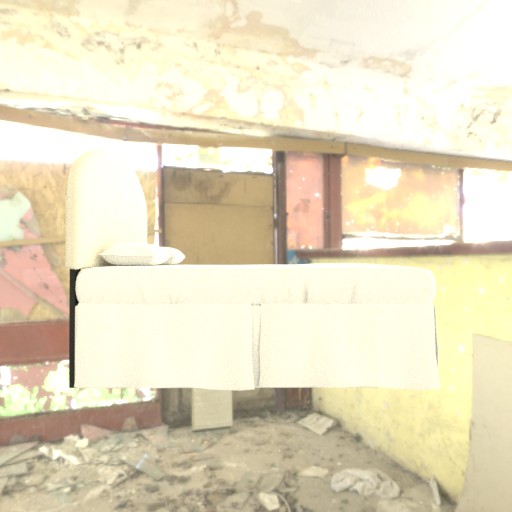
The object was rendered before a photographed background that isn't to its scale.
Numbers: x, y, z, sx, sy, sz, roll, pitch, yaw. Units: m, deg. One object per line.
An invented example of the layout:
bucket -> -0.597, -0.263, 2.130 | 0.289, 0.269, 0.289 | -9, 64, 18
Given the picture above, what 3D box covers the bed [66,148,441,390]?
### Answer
bed -> 0.000, 0.000, 3.070 | 2.005, 1.410, 1.607 | 0, -1, -1
